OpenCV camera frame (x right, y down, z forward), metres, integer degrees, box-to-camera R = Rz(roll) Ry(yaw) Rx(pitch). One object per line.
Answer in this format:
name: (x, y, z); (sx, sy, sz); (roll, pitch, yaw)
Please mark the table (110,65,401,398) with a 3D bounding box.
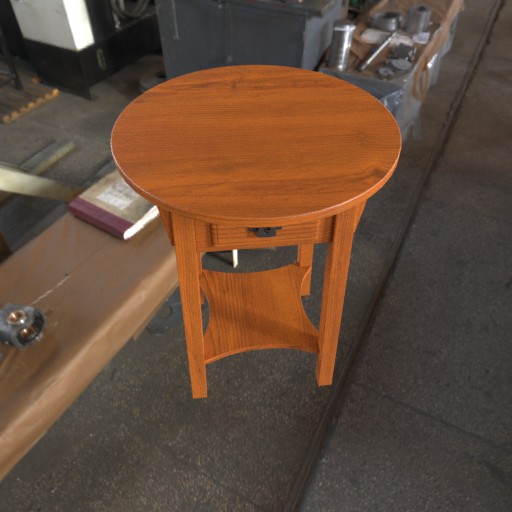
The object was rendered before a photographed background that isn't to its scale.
table: (0.000, 0.000, 0.932); (0.457, 0.610, 0.457); (0, 46, 0)
